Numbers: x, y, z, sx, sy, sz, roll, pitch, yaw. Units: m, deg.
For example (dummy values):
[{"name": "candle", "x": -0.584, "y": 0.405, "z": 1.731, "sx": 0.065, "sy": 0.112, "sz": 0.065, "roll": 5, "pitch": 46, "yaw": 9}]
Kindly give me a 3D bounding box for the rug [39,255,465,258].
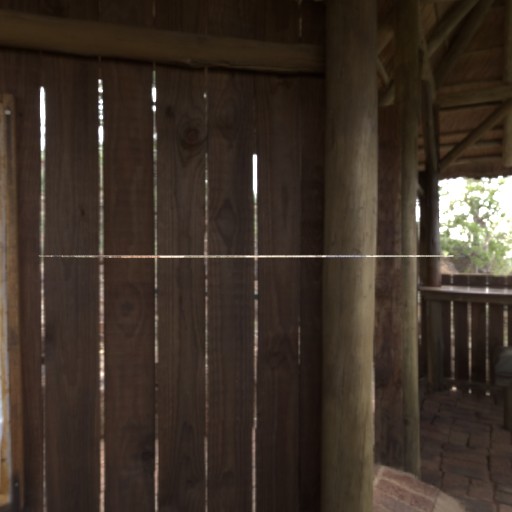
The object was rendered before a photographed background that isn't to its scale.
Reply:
[{"name": "rug", "x": 0.000, "y": 0.000, "z": 2.855, "sx": 2.284, "sy": 0.006, "sz": 1.521, "roll": 0, "pitch": 0, "yaw": -36}]
